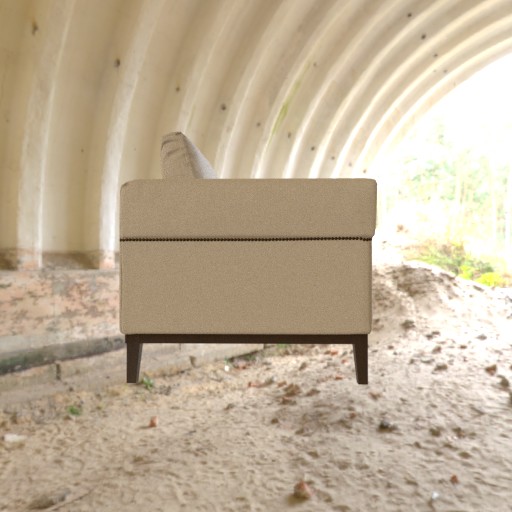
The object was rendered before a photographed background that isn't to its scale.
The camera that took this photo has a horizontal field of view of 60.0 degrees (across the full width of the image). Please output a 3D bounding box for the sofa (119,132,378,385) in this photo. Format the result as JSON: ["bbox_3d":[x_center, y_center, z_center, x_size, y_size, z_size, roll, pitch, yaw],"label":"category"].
[{"bbox_3d":[0.000,0.000,2.594,0.902,0.911,2.198,0,-1,1],"label":"sofa"}]
